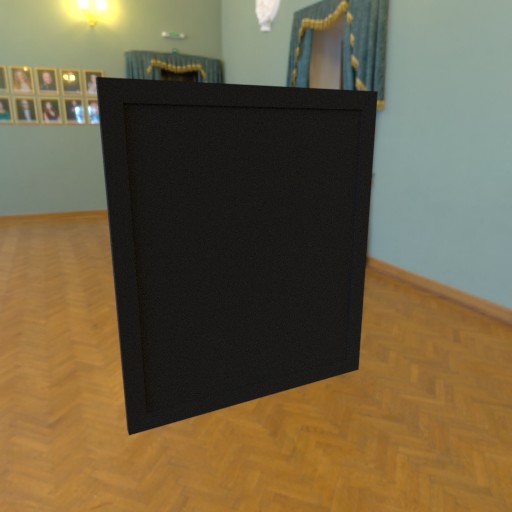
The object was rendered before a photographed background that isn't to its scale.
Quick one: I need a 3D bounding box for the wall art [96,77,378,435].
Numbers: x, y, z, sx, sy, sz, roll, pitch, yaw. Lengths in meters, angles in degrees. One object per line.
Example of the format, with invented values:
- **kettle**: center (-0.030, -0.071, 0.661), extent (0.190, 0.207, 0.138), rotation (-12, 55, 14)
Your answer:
- **wall art**: center (0.000, 0.000, 0.501), extent (0.311, 0.361, 0.010), rotation (-8, 17, -25)
